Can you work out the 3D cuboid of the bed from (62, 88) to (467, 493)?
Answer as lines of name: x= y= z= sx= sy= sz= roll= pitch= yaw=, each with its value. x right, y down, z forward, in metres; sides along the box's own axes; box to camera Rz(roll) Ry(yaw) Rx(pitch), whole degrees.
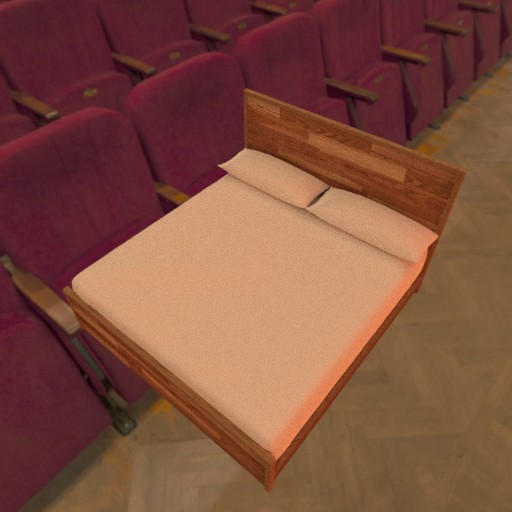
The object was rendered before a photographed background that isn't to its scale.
bed: x=0.000 y=0.000 z=3.397 sx=2.013 sy=1.295 sz=2.184 roll=30 pitch=52 yaw=27
